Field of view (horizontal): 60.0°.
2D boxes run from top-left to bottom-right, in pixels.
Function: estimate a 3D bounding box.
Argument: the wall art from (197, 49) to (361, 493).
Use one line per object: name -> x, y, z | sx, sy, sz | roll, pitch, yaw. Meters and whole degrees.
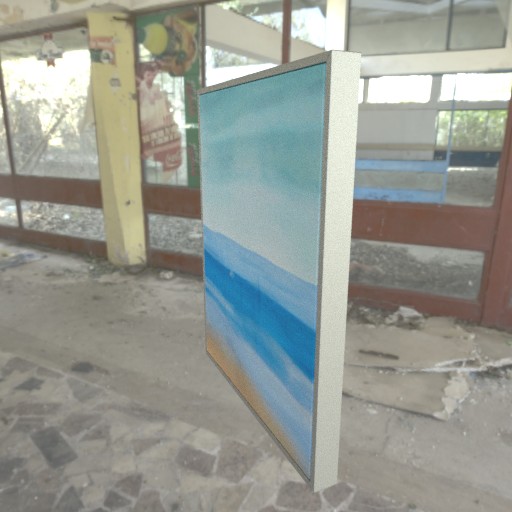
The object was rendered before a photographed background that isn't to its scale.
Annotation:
wall art -> 0.000, 0.000, 0.731 | 0.039, 0.553, 0.445 | -7, 17, -24
